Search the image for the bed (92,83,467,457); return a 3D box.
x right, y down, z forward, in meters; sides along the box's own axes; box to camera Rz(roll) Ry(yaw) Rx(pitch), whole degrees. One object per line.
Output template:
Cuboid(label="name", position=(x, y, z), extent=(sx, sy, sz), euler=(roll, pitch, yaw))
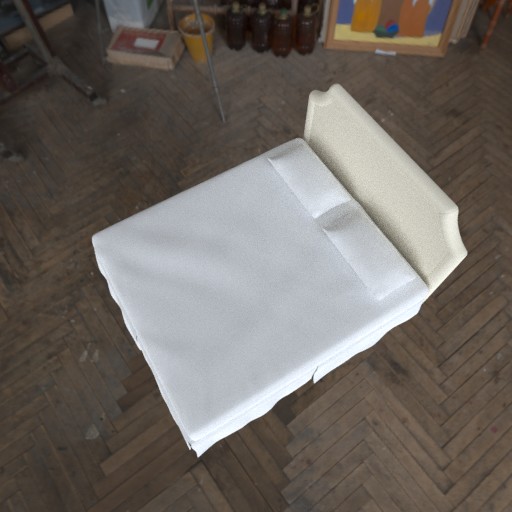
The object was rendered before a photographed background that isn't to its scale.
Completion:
Cuboid(label="bed", position=(0.000, 0.000, 4.175), extent=(2.773, 1.590, 2.350), euler=(-28, 66, -14))
